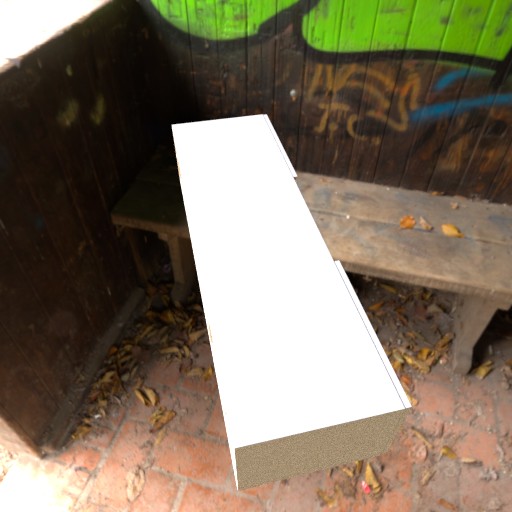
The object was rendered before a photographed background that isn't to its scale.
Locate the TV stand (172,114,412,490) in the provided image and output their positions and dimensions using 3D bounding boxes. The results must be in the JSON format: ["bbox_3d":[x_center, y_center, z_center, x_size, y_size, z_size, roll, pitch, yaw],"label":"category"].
[{"bbox_3d":[0.000,0.000,1.576,0.420,0.310,1.400,-9,47,-9],"label":"TV stand"}]
